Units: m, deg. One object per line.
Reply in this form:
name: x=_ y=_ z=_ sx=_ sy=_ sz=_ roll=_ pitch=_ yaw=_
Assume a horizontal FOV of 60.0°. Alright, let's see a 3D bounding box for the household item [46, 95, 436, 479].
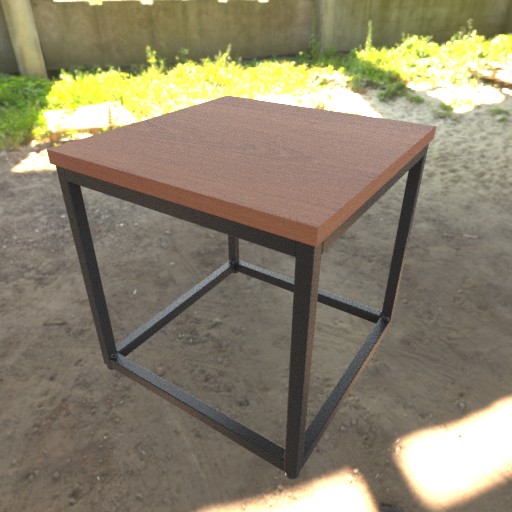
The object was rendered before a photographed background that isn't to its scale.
household item: x=0.000 y=0.000 z=0.738 sx=0.400 sy=0.400 sz=0.400 roll=19 pitch=36 yaw=28
